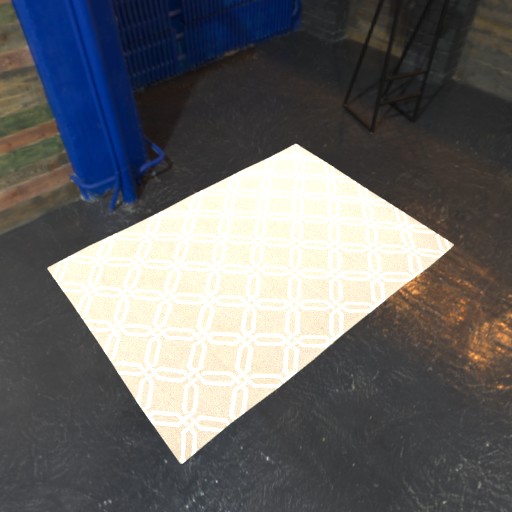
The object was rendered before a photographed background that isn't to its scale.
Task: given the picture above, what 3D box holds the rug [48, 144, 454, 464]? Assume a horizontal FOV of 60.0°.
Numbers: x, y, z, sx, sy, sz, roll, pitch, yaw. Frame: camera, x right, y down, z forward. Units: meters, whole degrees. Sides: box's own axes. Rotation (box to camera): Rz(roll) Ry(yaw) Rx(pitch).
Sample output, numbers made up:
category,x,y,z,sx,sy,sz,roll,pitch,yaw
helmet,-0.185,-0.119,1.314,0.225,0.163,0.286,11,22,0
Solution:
category,x,y,z,sx,sy,sz,roll,pitch,yaw
rug,0.000,0.000,2.824,2.135,0.013,1.524,-32,55,-26
